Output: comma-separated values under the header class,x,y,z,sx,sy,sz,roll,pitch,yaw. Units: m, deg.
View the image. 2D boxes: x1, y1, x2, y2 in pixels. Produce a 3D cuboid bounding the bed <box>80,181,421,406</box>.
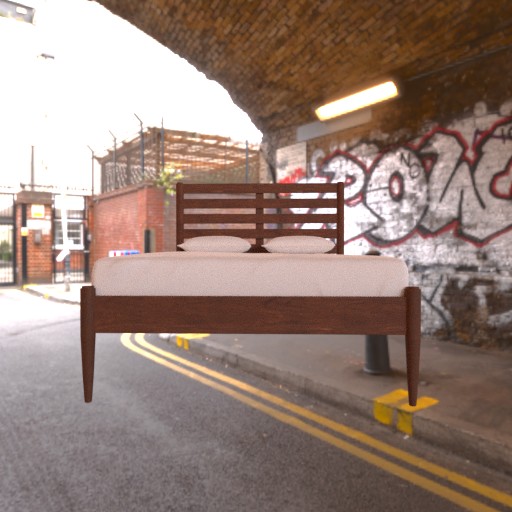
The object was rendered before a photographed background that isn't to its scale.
class,x,y,z,sx,sy,sz,roll,pitch,yaw
bed,0.000,0.000,2.973,1.509,1.304,2.093,0,0,2
